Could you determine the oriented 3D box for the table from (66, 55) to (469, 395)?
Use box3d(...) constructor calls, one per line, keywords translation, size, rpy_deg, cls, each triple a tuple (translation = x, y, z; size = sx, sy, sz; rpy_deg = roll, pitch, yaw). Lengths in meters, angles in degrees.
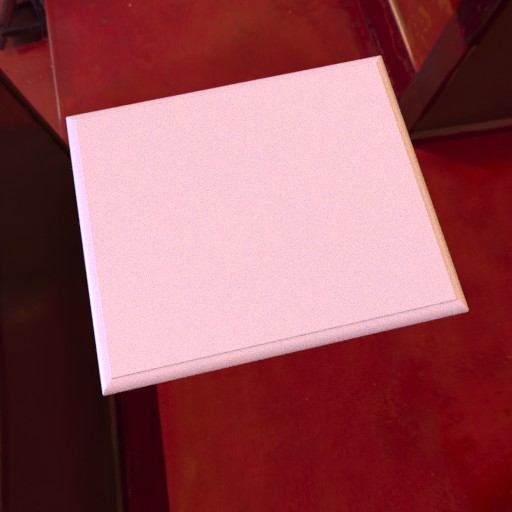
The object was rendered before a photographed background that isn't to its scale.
box3d(translation=(0.000, 0.000, 0.829), size=(0.460, 0.531, 0.381), rpy_deg=(-12, 76, -3), cls="table")
